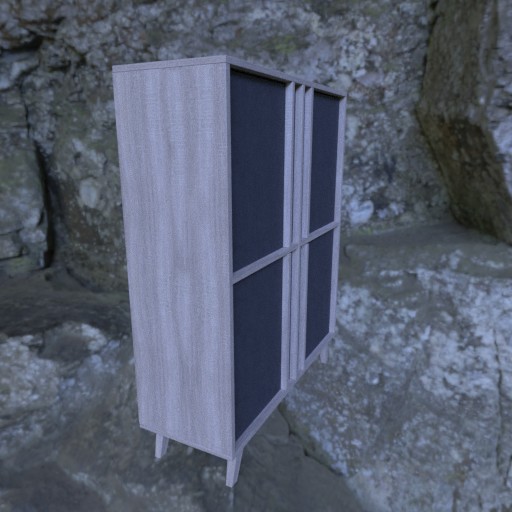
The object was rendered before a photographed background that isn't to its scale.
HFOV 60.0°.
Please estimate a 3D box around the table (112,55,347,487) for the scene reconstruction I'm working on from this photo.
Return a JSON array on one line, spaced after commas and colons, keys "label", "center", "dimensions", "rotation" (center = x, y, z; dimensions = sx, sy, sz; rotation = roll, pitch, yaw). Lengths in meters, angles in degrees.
[{"label": "table", "center": [0.000, 0.000, 1.891], "dimensions": [0.398, 1.388, 1.111], "rotation": [8, 17, 26]}]
